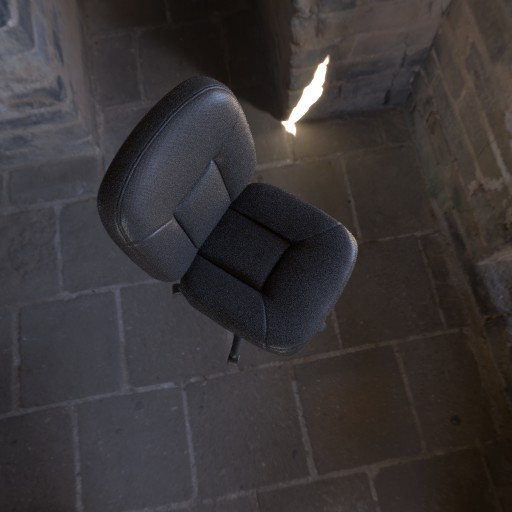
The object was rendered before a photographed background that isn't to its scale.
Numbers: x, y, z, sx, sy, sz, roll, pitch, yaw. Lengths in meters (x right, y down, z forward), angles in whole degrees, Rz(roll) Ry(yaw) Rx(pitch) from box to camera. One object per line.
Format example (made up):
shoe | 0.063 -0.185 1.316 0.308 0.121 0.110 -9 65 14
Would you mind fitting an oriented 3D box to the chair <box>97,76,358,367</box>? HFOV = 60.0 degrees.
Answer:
chair | 0.000 0.000 1.390 0.646 0.959 0.647 32 76 9
